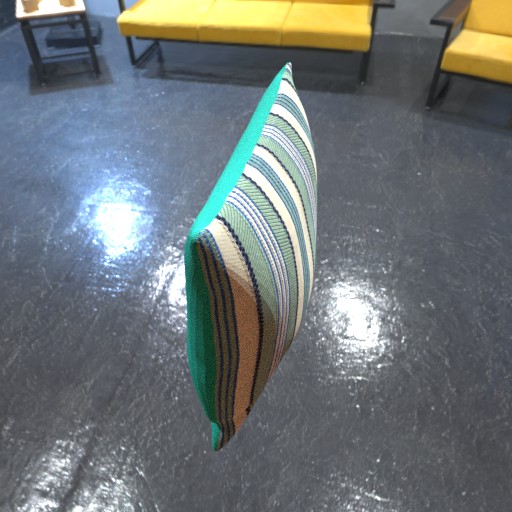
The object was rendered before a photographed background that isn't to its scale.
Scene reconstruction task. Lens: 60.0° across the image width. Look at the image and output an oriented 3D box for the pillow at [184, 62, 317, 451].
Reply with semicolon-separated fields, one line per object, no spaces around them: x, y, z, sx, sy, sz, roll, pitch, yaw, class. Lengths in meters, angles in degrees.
0.000;0.000;0.683;0.182;0.441;0.440;10;45;10;pillow
